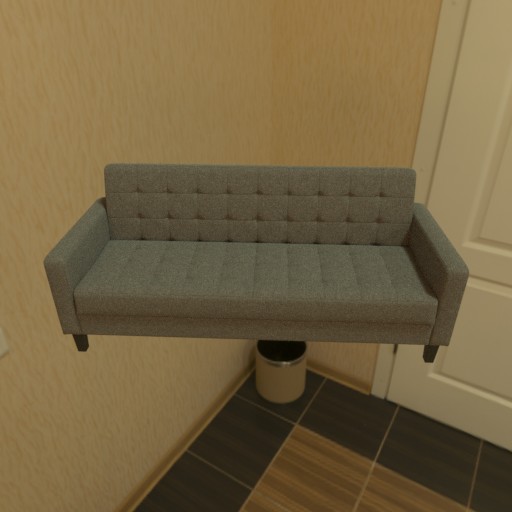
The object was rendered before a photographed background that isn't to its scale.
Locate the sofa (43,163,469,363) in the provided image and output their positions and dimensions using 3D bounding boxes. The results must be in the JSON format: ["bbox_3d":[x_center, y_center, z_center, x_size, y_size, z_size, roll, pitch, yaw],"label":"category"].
[{"bbox_3d":[0.000,0.000,2.497,2.040,0.850,0.810,1,30,2],"label":"sofa"}]
